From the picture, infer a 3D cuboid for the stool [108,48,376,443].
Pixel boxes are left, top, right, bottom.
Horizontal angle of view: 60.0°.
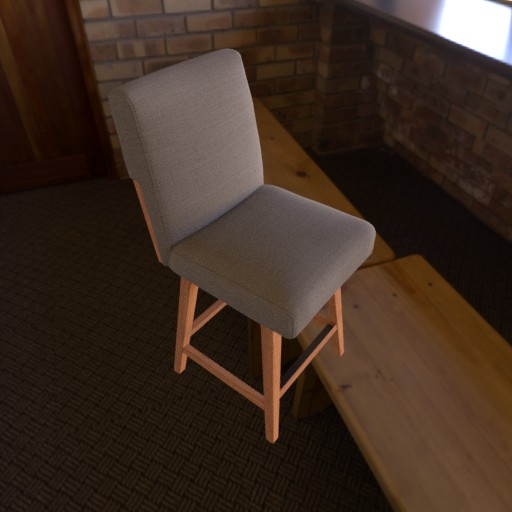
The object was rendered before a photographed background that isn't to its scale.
[{"bbox_3d":[0.000,0.000,1.339,0.570,1.019,0.459,27,48,28],"label":"stool"}]
